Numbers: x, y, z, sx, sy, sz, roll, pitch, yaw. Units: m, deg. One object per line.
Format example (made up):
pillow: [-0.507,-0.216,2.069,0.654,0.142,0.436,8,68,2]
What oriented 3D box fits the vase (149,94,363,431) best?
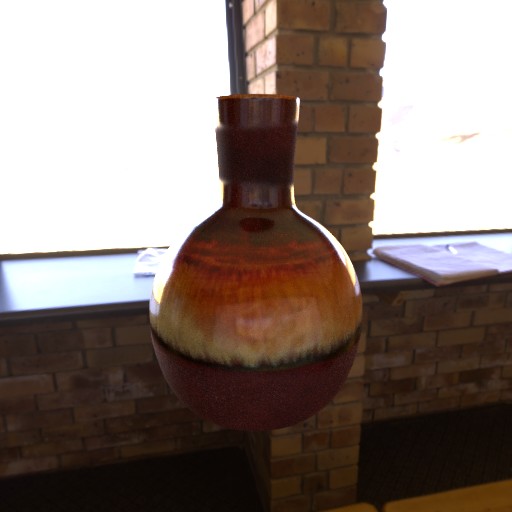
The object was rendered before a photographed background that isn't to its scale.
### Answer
vase: [0.000,0.000,0.229,0.111,0.154,0.111,0,15,0]
